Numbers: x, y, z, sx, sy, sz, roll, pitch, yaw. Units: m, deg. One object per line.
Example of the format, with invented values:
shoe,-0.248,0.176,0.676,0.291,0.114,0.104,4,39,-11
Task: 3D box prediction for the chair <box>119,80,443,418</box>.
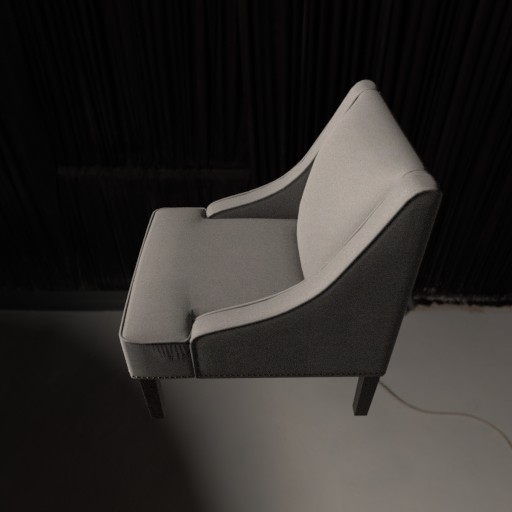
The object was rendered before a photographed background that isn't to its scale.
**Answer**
chair,0.000,0.000,1.375,0.747,0.867,0.631,-1,40,-1
